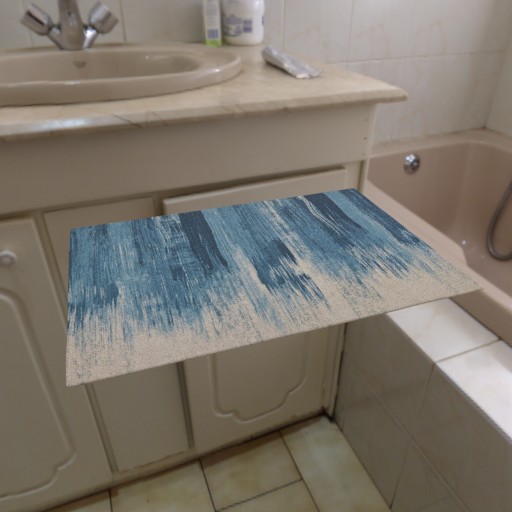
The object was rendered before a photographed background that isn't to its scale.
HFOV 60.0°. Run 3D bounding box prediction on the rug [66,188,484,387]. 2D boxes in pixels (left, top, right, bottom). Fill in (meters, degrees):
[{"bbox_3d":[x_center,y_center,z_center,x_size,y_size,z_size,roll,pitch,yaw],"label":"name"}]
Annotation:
[{"bbox_3d":[0.000,0.000,2.297,1.836,0.009,1.232,-10,34,-16],"label":"rug"}]
